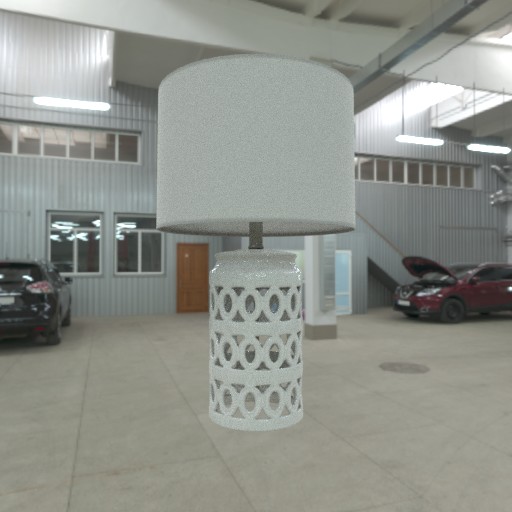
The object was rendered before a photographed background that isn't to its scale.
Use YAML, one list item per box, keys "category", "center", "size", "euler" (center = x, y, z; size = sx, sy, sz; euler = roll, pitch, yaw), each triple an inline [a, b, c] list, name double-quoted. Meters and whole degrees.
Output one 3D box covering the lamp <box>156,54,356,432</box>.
- category: "lamp"
  center: [0.000, 0.000, 0.704]
  size: [0.310, 0.502, 0.310]
  euler: [0, -1, 0]
